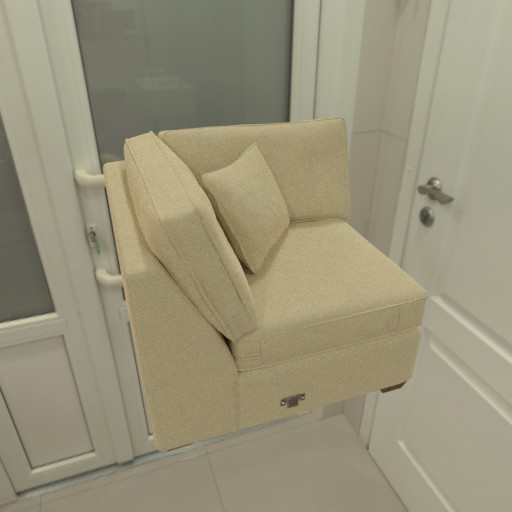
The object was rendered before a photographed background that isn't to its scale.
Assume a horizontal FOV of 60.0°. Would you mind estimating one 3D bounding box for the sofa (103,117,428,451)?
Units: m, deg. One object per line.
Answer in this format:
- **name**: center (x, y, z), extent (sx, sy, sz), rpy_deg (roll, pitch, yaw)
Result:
- **sofa**: center (0.000, 0.000, 1.959), extent (1.146, 1.002, 1.084), rpy_deg (-10, 31, -17)
